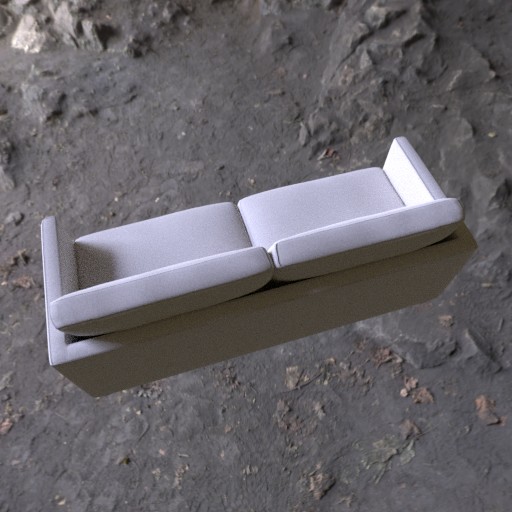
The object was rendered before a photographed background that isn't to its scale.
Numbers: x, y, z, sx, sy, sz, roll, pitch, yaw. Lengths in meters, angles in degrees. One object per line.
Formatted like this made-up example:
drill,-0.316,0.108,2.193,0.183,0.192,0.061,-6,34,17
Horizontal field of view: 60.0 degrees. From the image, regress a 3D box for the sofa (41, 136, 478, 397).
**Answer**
sofa,0.000,0.000,2.753,2.361,0.962,0.951,-15,60,-9
